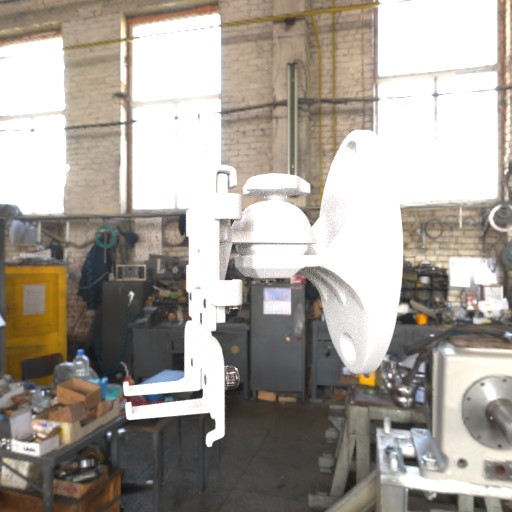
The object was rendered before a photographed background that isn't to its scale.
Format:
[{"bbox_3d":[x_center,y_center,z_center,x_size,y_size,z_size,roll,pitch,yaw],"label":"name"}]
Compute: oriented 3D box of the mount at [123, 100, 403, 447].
[{"bbox_3d":[0.000,0.000,0.176,0.100,0.118,0.066,0,0,-18],"label":"mount"}]
